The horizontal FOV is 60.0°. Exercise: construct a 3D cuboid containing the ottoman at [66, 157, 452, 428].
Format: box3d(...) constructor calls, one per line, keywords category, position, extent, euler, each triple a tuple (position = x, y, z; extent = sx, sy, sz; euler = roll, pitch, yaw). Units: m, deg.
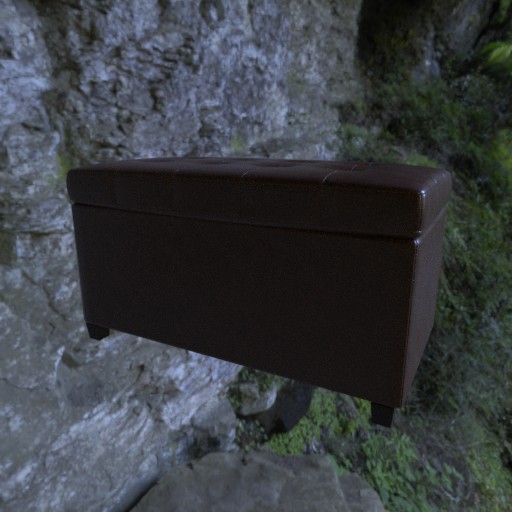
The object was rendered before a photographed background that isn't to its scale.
box3d(category="ottoman", position=(0.000, 0.000, 1.118), extent=(0.838, 0.470, 0.432), euler=(8, 18, 27))
